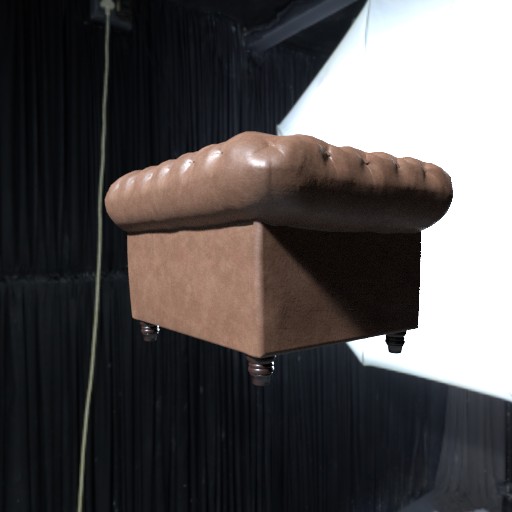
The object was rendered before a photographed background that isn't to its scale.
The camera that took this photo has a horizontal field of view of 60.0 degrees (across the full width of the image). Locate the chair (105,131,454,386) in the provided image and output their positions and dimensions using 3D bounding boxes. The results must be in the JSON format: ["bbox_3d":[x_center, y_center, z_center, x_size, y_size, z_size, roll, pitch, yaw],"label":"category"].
[{"bbox_3d":[0.000,0.000,1.900,0.954,0.784,1.298,-1,1,-37],"label":"chair"}]
